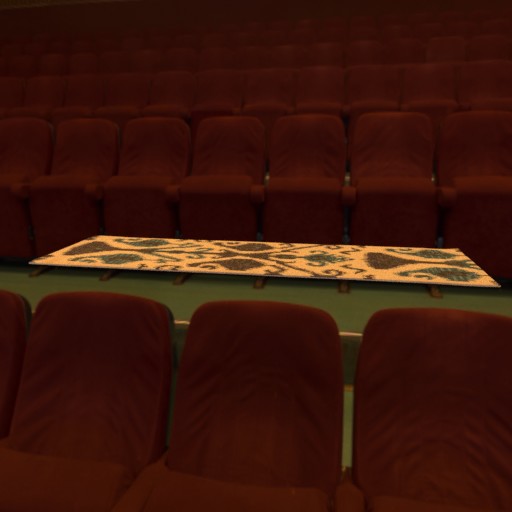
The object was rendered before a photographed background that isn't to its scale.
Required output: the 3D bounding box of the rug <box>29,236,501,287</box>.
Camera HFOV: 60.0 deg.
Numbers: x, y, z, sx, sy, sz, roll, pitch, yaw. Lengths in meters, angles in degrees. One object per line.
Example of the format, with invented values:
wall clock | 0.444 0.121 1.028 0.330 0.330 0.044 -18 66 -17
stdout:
rug | 0.000 0.000 2.457 2.301 0.017 0.692 2 15 9
